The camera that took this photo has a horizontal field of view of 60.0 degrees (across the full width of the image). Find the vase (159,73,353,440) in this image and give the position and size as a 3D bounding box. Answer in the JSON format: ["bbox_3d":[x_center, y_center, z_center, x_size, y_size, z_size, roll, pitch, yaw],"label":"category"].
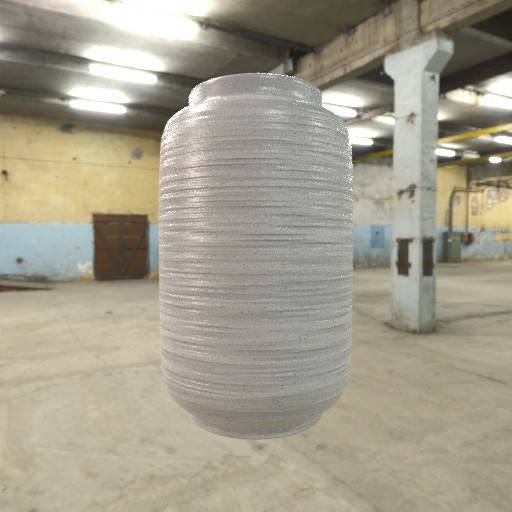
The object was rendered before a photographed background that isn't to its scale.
[{"bbox_3d":[0.000,0.000,0.472,0.202,0.335,0.202,0,2,0],"label":"vase"}]
